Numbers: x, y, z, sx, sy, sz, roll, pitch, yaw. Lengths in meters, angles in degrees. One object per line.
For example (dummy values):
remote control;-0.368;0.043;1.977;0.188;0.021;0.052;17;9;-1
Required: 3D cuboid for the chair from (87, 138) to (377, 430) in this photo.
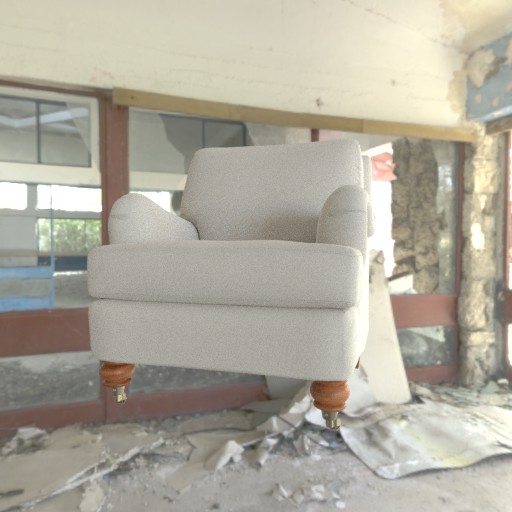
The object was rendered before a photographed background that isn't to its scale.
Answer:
chair;0.000;0.000;1.841;0.955;1.038;1.070;1;2;17
